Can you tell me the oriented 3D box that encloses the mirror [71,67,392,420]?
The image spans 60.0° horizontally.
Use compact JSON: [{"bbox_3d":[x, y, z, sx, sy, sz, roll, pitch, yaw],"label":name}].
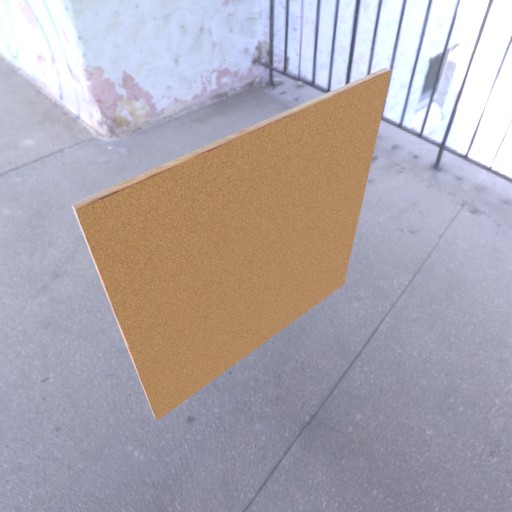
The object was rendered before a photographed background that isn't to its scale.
[{"bbox_3d":[0.000,0.000,1.197,0.804,0.804,0.061,-31,54,-26],"label":"mirror"}]
